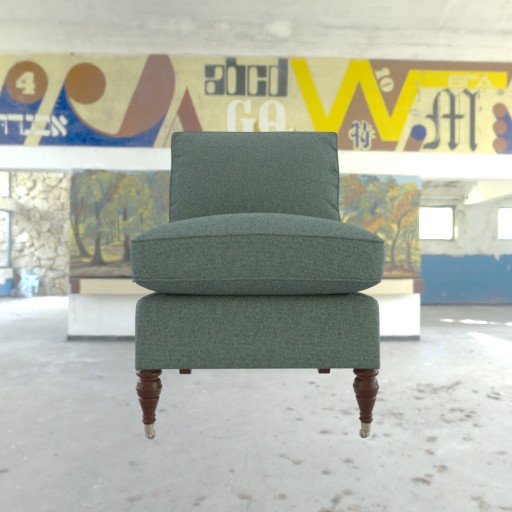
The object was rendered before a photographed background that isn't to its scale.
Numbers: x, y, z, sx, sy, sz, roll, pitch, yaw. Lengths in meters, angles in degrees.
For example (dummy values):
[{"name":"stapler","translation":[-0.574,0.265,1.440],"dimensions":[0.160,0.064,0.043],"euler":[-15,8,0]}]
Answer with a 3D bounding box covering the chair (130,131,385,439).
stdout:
[{"name":"chair","translation":[0.000,0.000,1.398],"dimensions":[0.624,0.901,0.796],"euler":[0,0,-1]}]
